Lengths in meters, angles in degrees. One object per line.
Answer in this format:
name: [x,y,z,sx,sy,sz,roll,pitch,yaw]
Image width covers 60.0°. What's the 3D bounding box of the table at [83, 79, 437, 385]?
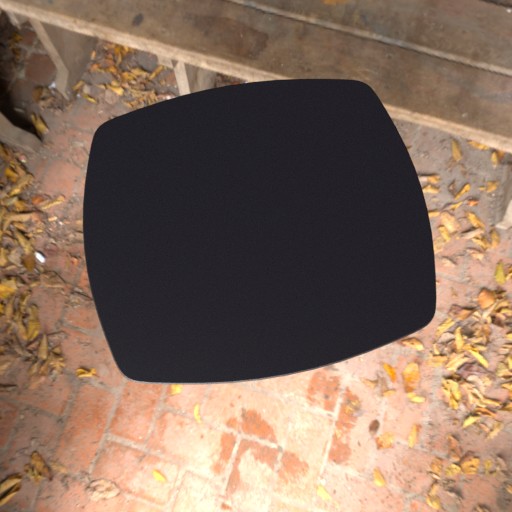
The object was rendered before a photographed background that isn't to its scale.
table: [0.000,0.000,0.873,0.508,0.457,0.457,-10,76,-3]
